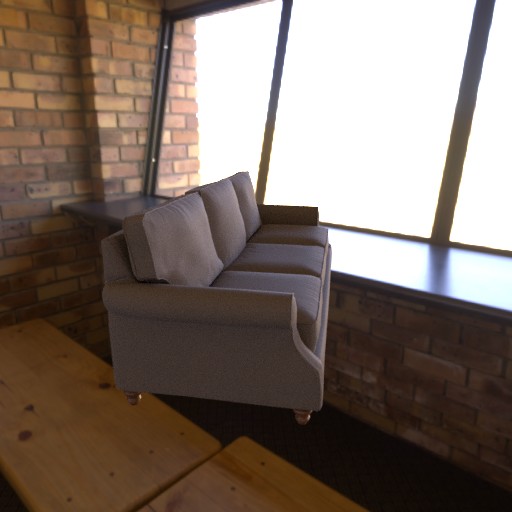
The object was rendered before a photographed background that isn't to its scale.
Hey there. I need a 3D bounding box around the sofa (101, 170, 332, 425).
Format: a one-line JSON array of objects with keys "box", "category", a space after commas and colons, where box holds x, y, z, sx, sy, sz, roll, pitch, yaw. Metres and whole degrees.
[{"box": [0.000, 0.000, 2.893, 0.966, 0.948, 2.353, 3, 16, 10], "category": "sofa"}]
